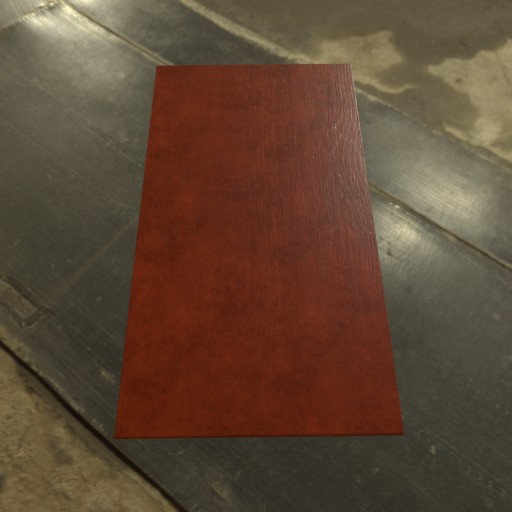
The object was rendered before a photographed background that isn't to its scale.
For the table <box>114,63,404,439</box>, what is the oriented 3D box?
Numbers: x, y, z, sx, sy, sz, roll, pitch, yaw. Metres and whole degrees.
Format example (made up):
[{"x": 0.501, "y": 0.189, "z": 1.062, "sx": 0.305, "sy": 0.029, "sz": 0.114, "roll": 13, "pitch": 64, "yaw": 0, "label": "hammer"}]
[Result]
[{"x": 0.000, "y": 0.000, "z": 1.214, "sx": 0.533, "sy": 0.456, "sz": 0.943, "roll": -1, "pitch": 65, "yaw": 0, "label": "table"}]
